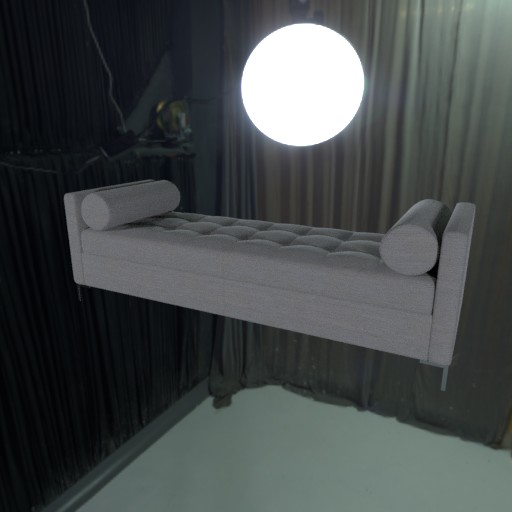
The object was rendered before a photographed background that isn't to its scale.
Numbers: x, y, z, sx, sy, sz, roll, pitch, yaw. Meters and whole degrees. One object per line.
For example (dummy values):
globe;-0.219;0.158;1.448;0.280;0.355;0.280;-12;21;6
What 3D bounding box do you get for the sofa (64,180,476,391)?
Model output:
sofa;0.000;0.000;2.314;1.981;0.635;0.686;8;19;26
